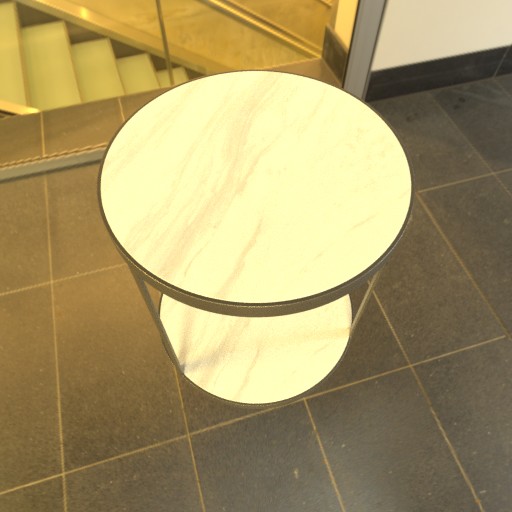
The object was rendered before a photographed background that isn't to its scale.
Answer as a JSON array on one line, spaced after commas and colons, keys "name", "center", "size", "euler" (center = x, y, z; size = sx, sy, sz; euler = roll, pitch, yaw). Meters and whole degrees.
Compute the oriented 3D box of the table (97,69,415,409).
[{"name": "table", "center": [0.000, 0.000, 0.831], "size": [0.445, 0.479, 0.445], "euler": [0, 57, 0]}]
